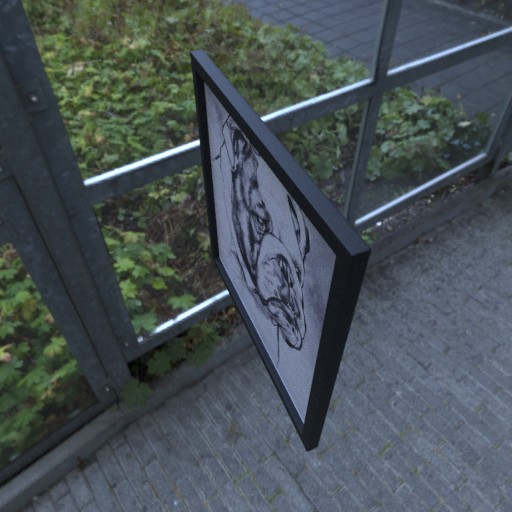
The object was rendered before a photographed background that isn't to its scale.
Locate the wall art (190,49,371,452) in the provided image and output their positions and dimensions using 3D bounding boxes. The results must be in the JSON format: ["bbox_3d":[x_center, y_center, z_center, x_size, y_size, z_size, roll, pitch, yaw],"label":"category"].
[{"bbox_3d":[0.000,0.000,0.683,0.022,0.453,0.456,-17,49,-16],"label":"wall art"}]
